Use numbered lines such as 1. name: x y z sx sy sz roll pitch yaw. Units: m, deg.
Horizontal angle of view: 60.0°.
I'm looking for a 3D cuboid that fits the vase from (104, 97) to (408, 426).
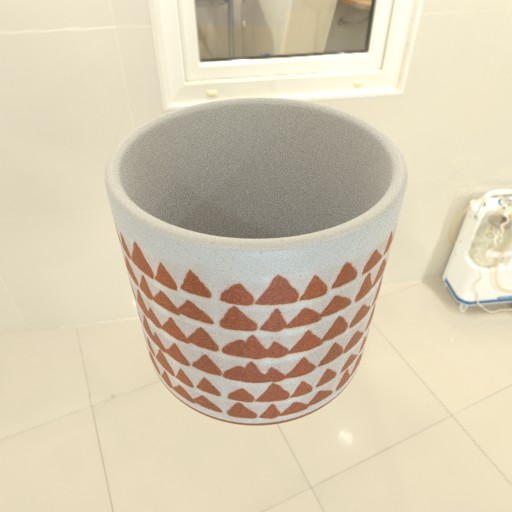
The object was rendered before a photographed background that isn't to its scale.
1. vase: 0.000 0.000 0.246 0.137 0.127 0.137 0 41 0
